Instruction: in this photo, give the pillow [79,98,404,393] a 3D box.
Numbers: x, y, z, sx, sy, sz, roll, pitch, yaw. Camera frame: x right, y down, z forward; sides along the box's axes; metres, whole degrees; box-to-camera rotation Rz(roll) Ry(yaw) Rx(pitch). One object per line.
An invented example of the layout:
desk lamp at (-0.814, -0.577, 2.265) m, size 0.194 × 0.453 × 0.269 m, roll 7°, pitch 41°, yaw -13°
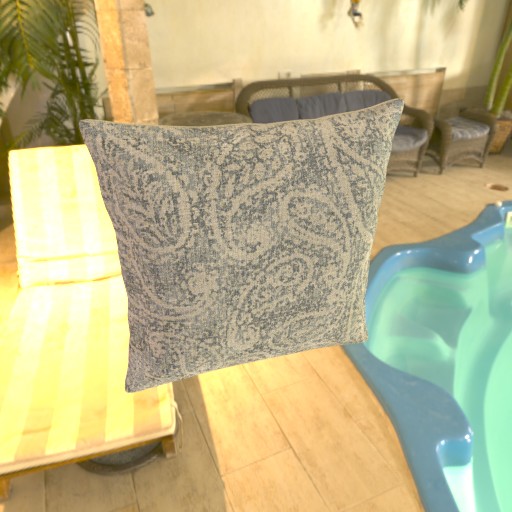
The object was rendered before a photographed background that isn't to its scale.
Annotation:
pillow at (0.000, 0.000, 0.793) m, size 0.523 × 0.510 × 0.166 m, roll -9°, pitch 31°, yaw -16°
